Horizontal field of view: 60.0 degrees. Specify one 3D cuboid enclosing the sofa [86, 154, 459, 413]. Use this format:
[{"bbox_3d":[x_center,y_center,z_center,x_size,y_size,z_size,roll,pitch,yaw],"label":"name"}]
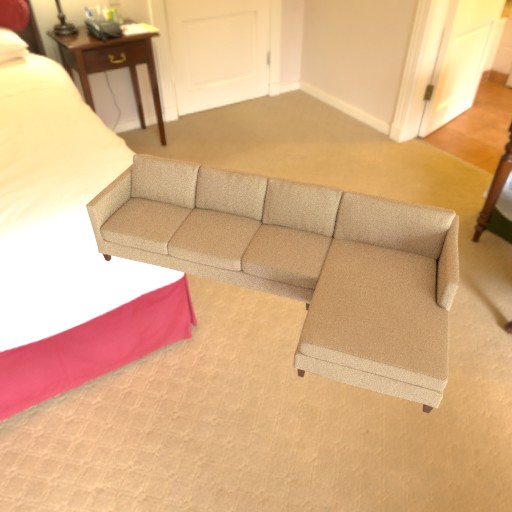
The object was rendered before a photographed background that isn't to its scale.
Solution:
[{"bbox_3d":[0.000,0.000,3.815,3.186,0.846,1.625,13,42,14],"label":"sofa"}]
